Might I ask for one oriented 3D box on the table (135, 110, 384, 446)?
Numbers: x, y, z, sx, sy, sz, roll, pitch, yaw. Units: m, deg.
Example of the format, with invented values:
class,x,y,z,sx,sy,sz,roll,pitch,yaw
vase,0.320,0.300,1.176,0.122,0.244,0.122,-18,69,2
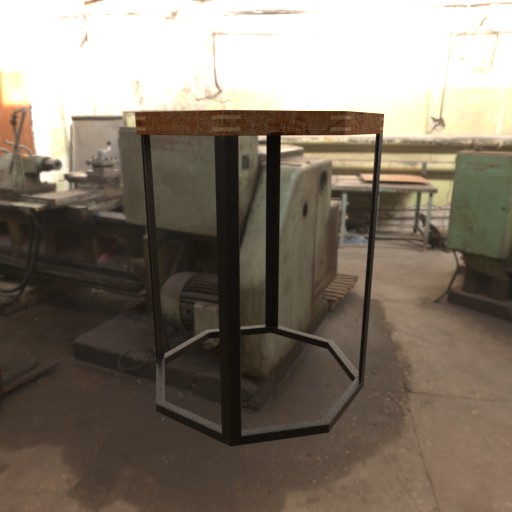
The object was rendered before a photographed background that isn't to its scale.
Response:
class,x,y,z,sx,sy,sz,roll,pitch,yaw
table,0.000,0.000,0.892,0.458,0.543,0.458,3,17,10
